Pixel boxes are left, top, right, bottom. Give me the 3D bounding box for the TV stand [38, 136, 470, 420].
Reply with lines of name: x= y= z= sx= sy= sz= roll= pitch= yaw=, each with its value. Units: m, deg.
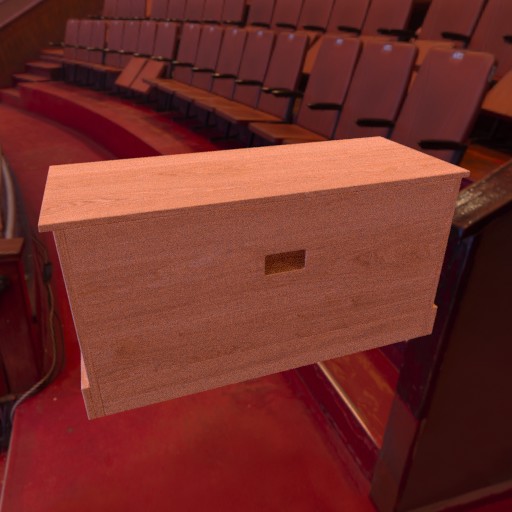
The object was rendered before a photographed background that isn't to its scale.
TV stand: x=0.000 y=0.000 z=1.355 sx=1.080 sy=0.550 sz=0.440 roll=-9 pitch=29 yaw=-17
